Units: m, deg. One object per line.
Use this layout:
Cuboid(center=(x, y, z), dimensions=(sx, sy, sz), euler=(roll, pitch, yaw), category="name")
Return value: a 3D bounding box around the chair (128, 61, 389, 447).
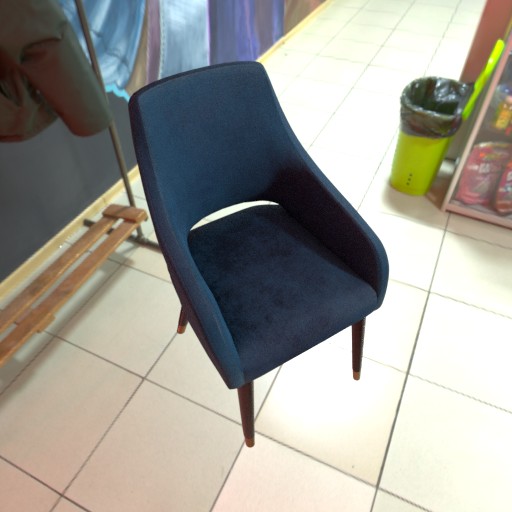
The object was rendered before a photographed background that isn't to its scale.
Cuboid(center=(0.000, 0.000, 1.607), dimensions=(0.683, 1.081, 0.794), euler=(-24, 50, -22), category="chair")
